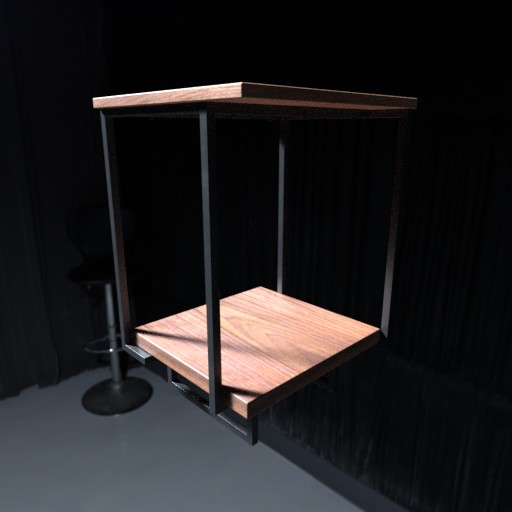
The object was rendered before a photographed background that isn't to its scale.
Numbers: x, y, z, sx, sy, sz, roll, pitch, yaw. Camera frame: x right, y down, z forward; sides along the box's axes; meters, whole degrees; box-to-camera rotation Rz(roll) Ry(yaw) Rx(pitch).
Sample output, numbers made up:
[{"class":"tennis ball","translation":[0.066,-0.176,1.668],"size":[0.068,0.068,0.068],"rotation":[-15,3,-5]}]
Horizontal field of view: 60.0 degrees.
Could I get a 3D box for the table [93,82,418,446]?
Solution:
[{"class":"table","translation":[0.000,0.000,0.844],"size":[0.411,0.567,0.384],"rotation":[-15,22,-42]}]
